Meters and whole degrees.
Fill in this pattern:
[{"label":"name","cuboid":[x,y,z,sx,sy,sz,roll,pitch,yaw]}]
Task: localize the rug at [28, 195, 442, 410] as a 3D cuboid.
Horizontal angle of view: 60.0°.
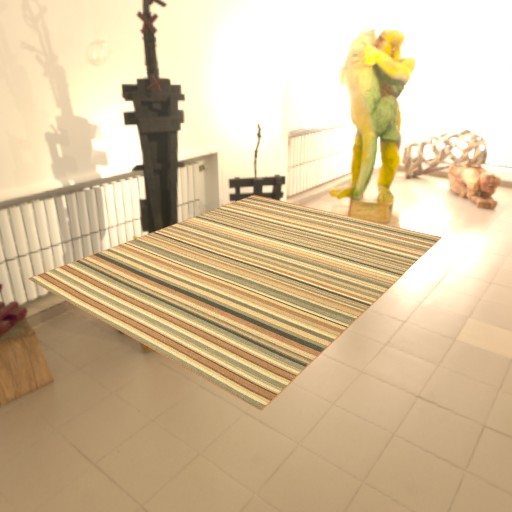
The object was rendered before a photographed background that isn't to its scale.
[{"label":"rug","cuboid":[0.000,0.000,4.087,2.436,0.011,3.045,18,30,34]}]
